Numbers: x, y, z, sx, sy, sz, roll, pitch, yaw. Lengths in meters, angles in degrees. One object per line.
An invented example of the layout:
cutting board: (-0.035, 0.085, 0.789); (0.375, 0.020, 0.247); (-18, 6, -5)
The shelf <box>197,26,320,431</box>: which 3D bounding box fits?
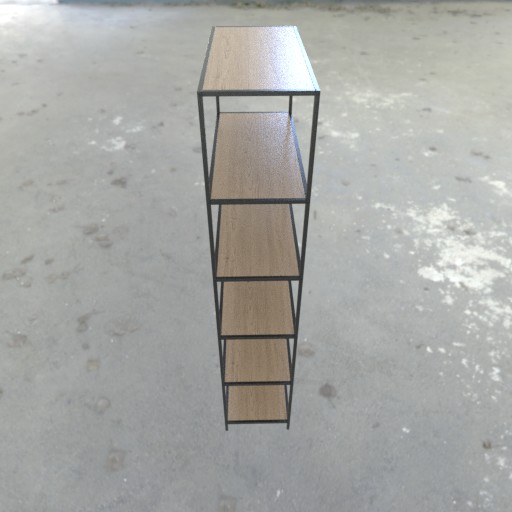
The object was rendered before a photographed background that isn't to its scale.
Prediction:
shelf: (0.000, 0.000, 2.140); (0.350, 1.850, 0.770); (-1, 40, -1)
